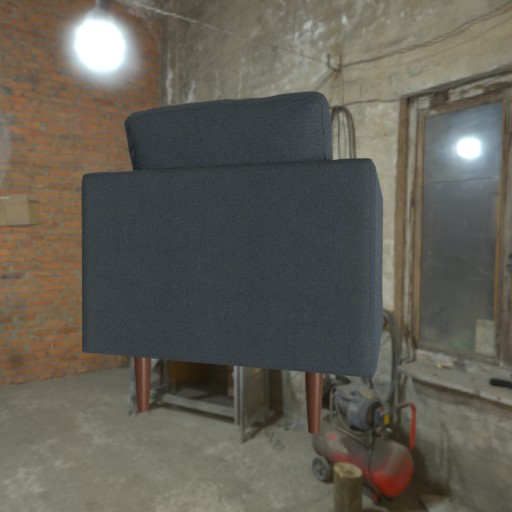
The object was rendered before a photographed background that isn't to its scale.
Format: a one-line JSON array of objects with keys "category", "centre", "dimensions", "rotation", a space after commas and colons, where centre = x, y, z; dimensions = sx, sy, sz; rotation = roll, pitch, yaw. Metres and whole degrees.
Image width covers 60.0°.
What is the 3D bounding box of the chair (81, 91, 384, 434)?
[{"category": "chair", "centre": [0.000, 0.000, 1.563], "dimensions": [0.855, 0.922, 0.820], "rotation": [1, 2, 17]}]
